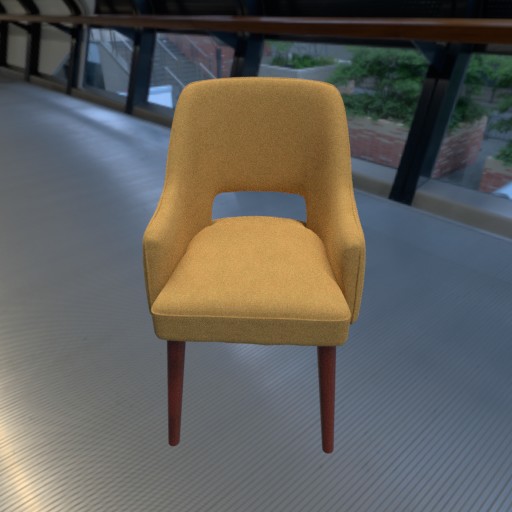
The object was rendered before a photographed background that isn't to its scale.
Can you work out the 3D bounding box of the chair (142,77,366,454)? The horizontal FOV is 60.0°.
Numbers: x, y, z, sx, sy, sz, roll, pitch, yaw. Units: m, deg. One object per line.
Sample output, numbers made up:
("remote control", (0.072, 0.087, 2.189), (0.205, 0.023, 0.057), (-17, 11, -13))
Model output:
("chair", (0.000, 0.000, 1.232), (0.548, 0.849, 0.605), (2, 30, 3))
